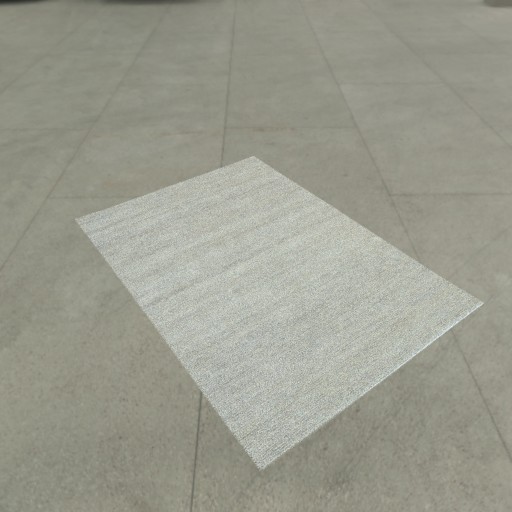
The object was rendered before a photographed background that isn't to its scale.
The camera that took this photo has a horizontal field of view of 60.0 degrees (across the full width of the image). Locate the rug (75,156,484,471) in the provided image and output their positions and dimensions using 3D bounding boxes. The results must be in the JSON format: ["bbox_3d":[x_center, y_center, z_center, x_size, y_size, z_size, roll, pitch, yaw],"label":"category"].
[{"bbox_3d":[0.000,0.000,2.893,1.624,0.030,2.264,-25,46,-27],"label":"rug"}]
